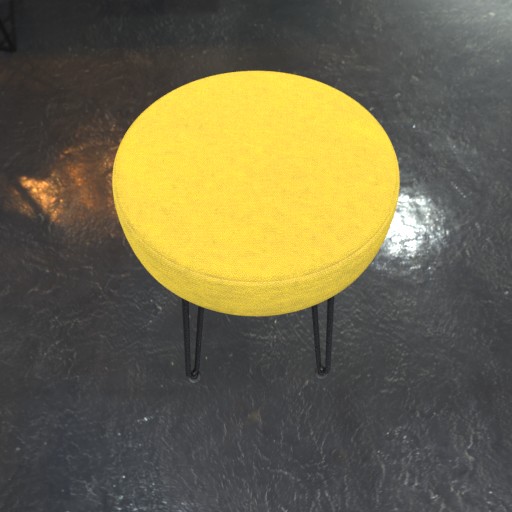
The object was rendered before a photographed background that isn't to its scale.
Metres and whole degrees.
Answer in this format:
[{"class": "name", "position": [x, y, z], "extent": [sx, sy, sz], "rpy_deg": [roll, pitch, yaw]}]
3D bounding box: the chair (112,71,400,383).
[{"class": "chair", "position": [0.000, 0.000, 0.706], "extent": [0.345, 0.455, 0.345], "rpy_deg": [-2, 58, -1]}]
